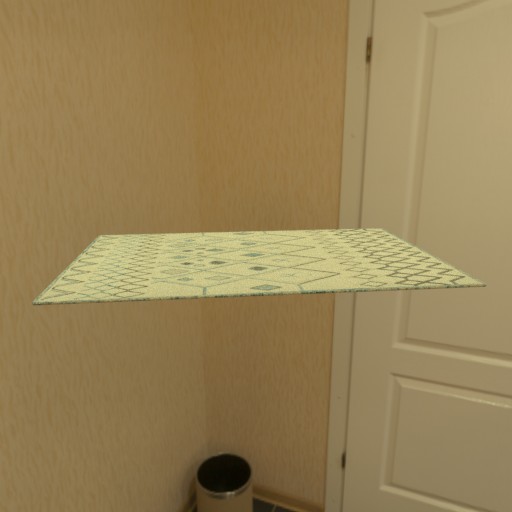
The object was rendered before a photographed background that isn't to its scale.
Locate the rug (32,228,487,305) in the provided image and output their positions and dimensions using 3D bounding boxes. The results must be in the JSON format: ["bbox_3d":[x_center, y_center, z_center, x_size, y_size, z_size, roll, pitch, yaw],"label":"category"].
[{"bbox_3d":[0.000,0.000,3.078,2.439,0.015,1.524,-2,16,-6],"label":"rug"}]
